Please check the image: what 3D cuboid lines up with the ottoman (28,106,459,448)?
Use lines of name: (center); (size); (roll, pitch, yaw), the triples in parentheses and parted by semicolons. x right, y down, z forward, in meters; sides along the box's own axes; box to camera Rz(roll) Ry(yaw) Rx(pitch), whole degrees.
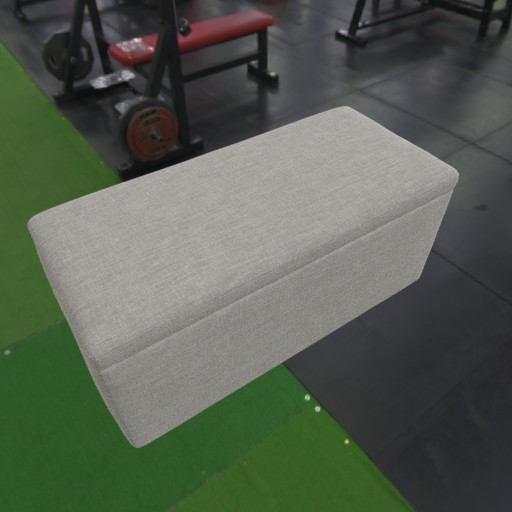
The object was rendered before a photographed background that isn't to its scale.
ottoman: (0.000, 0.000, 1.100); (0.902, 0.432, 0.419); (-26, 51, -23)
